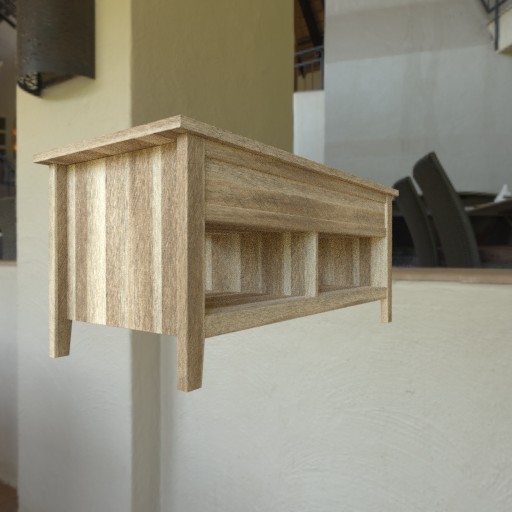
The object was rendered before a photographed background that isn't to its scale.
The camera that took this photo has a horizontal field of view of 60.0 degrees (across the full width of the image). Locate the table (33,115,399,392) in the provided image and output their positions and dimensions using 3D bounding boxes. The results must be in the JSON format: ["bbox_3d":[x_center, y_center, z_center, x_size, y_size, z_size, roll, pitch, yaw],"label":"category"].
[{"bbox_3d":[0.000,0.000,1.335,0.493,0.480,1.095,0,0,37],"label":"table"}]
